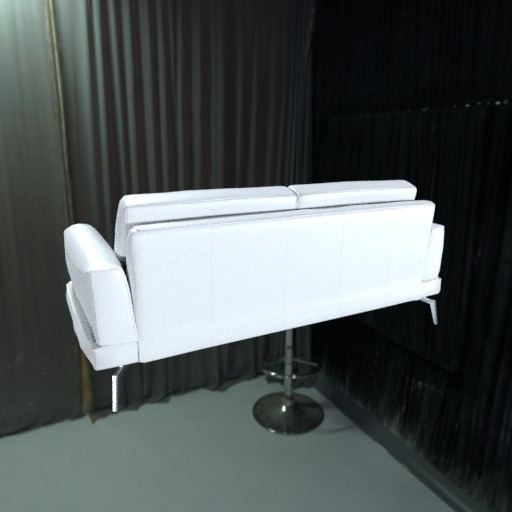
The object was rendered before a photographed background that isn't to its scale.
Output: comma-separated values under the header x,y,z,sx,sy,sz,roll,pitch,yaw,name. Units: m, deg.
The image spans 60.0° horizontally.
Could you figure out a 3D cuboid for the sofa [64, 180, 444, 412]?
x,y,z,sx,sy,sz,roll,pitch,yaw,name
0.000,0.000,2.749,2.177,0.930,1.121,-8,16,-27,sofa
